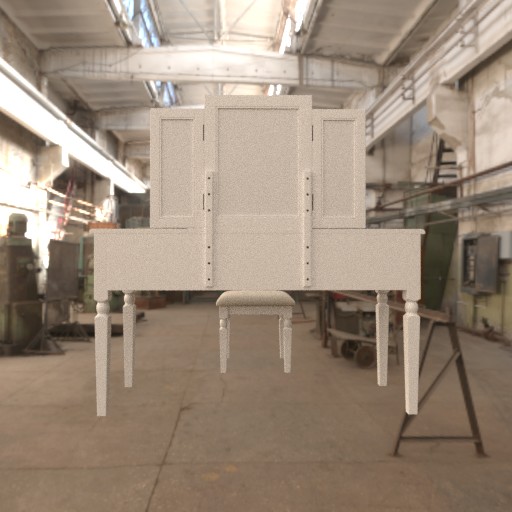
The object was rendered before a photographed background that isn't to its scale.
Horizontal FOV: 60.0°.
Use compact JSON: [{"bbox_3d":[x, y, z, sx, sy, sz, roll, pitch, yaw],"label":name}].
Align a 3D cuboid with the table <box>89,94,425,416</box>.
[{"bbox_3d":[0.000,0.000,2.348,1.369,1.310,1.115,0,0,-1],"label":"table"}]
